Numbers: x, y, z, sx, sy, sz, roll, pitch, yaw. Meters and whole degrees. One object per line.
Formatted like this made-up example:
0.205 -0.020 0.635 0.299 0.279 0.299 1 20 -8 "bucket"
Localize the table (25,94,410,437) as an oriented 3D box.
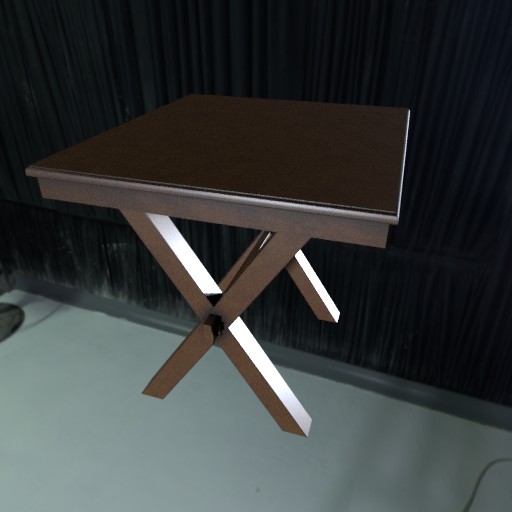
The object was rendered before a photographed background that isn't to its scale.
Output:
0.000 0.000 1.001 0.560 0.562 0.602 9 32 15 "table"
